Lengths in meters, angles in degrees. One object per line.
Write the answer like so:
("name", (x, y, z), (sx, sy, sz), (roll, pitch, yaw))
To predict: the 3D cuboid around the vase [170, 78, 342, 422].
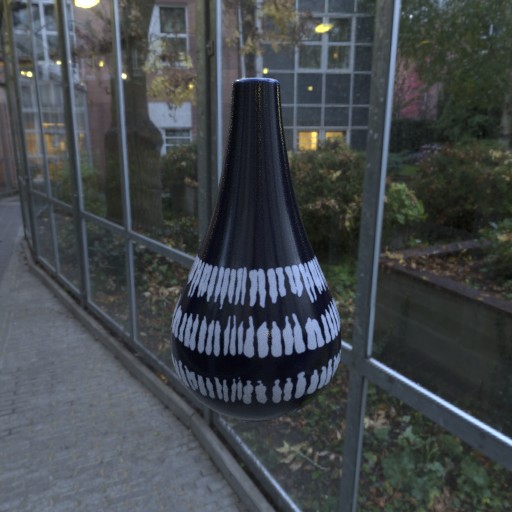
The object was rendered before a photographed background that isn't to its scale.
("vase", (0.000, 0.000, 0.398), (0.159, 0.295, 0.159), (0, 14, 0))
